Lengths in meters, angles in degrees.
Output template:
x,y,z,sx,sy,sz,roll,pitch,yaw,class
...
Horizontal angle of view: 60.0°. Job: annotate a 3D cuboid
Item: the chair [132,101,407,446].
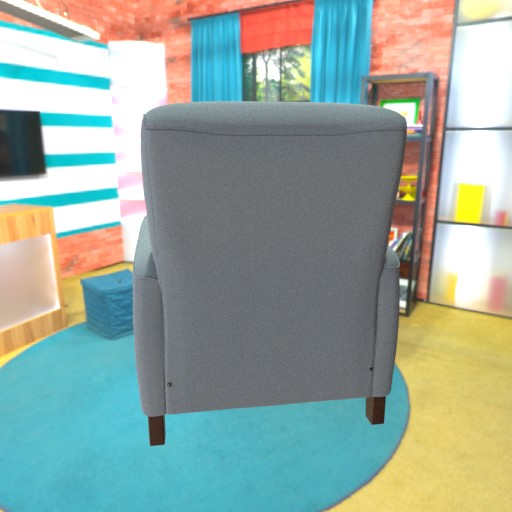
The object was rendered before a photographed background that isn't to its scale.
x,y,z,sx,sy,sz,roll,pitch,yaw,class
0.000,0.000,1.609,0.853,1.007,0.846,-2,15,-8,chair
